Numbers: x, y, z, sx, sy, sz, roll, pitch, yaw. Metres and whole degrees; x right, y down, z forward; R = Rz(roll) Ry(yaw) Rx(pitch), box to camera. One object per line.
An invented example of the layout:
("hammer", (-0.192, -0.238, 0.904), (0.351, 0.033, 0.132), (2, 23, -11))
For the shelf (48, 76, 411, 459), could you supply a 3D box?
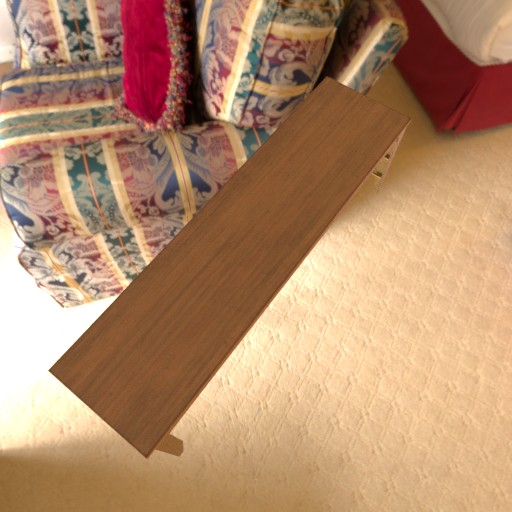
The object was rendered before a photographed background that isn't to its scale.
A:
("shelf", (0.000, 0.000, 0.722), (0.166, 0.190, 0.636), (34, 68, 16))
